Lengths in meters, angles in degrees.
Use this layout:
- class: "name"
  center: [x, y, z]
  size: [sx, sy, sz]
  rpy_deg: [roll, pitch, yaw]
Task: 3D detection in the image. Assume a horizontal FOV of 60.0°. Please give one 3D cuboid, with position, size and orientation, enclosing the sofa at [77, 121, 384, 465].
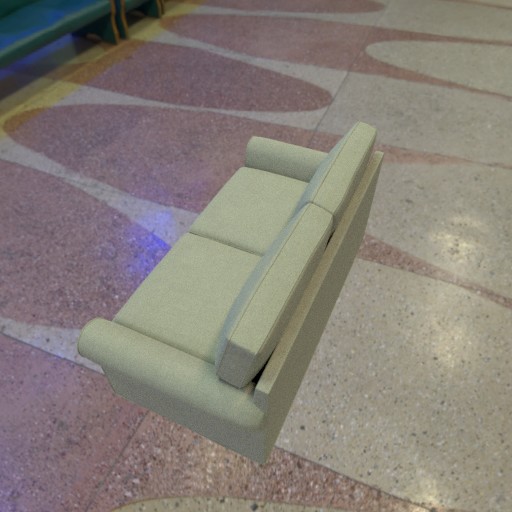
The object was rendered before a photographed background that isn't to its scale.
- class: "sofa"
  center: [0.000, 0.000, 2.335]
  size: [0.861, 0.933, 1.774]
  rpy_deg: [19, 49, 17]
